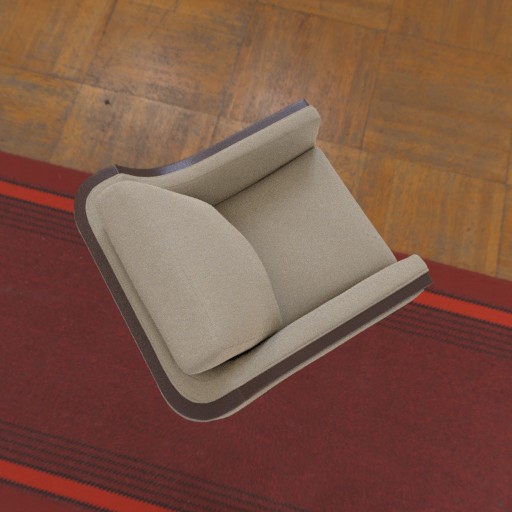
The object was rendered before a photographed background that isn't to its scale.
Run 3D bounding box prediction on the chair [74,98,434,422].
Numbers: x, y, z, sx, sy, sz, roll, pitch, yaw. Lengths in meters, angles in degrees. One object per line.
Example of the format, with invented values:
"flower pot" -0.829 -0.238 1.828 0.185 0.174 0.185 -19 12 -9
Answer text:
"chair" 0.000 0.000 1.656 0.950 0.930 0.870 -30 77 -8
